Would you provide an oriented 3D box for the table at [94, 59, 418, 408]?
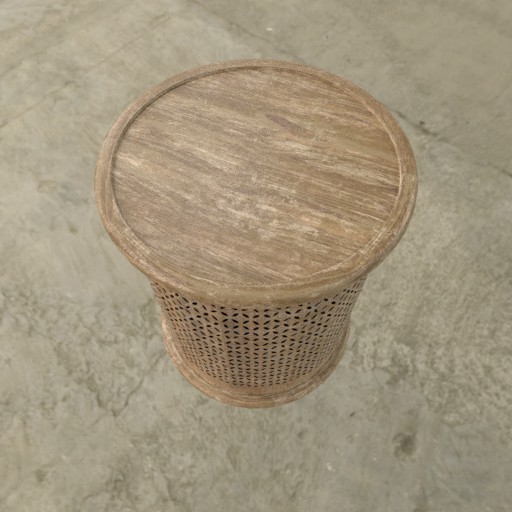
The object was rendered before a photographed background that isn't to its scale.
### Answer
[{"bbox_3d":[0.000,0.000,0.764,0.407,0.482,0.407,0,58,0],"label":"table"}]
